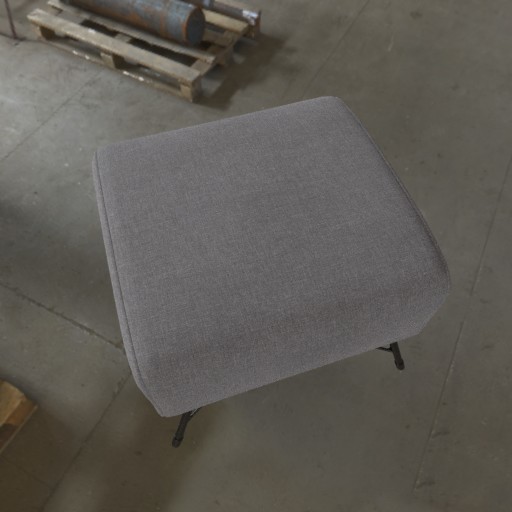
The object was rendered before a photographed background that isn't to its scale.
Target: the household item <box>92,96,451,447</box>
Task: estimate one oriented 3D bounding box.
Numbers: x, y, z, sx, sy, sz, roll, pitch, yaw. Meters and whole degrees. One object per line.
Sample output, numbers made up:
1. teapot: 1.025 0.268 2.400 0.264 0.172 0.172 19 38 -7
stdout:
1. household item: 0.000 0.000 0.901 0.530 0.410 0.530 -16 60 -9
